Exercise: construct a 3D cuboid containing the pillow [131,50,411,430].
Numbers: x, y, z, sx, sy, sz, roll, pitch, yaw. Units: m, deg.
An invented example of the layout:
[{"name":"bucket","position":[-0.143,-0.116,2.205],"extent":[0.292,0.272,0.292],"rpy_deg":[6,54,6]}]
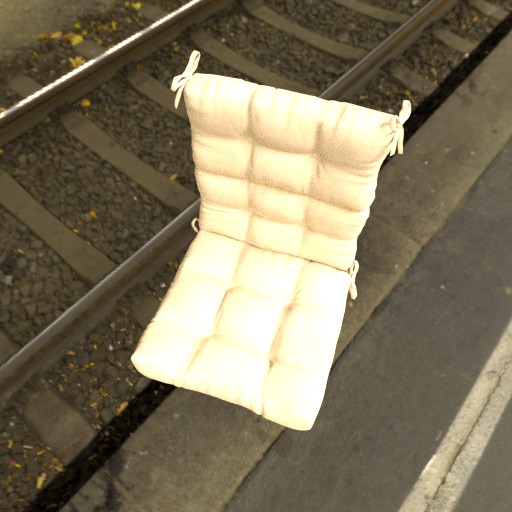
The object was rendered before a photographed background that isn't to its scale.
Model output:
[{"name":"pillow","position":[0.000,0.000,1.023],"extent":[0.519,0.605,0.571],"rpy_deg":[16,59,10]}]
